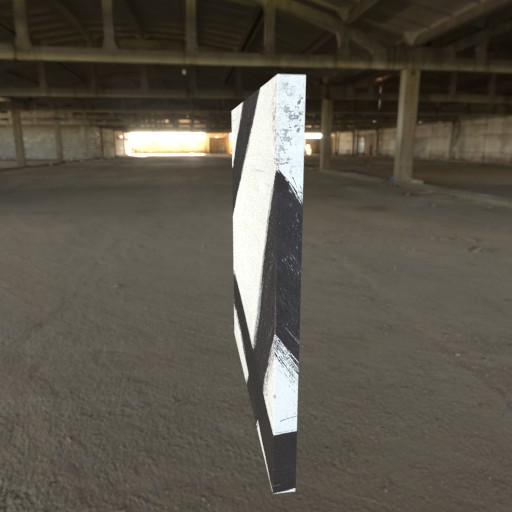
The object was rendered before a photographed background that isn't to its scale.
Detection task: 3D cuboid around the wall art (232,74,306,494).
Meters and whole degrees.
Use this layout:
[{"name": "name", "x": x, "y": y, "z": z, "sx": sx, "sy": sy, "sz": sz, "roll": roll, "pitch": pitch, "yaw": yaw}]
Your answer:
[{"name": "wall art", "x": 0.000, "y": 0.000, "z": 1.140, "sx": 0.046, "sy": 0.765, "sz": 0.765, "roll": -2, "pitch": 14, "yaw": -8}]
